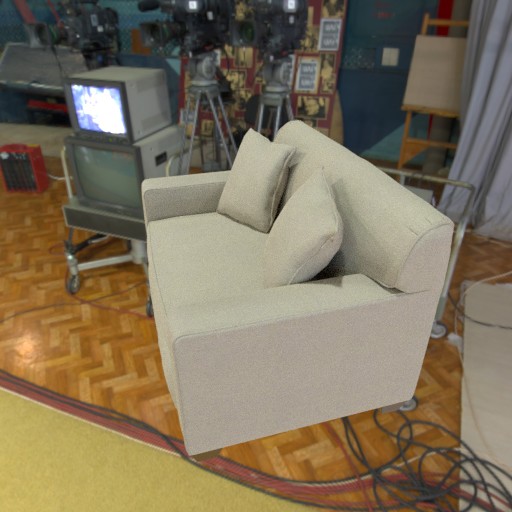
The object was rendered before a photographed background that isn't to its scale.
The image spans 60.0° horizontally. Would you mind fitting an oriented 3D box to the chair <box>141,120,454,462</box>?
[{"bbox_3d":[0.000,0.000,2.085,1.000,0.948,1.383,-9,32,-14],"label":"chair"}]
